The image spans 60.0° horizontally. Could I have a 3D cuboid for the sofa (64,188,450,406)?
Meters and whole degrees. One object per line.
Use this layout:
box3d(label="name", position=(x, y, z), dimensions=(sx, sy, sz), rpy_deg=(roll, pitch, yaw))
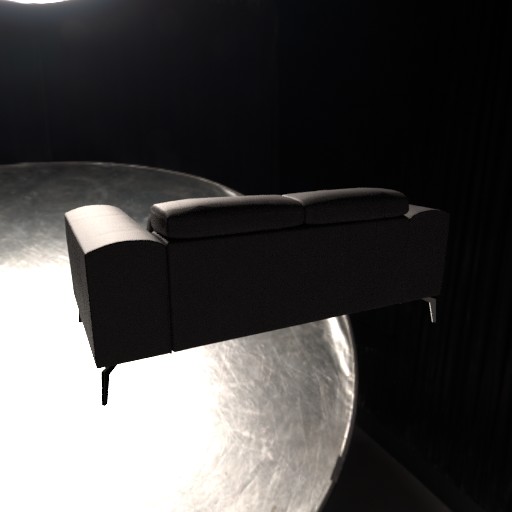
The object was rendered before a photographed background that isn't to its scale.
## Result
box3d(label="sofa", position=(0.000, 0.000, 2.470), dimensions=(1.895, 0.779, 1.003), rpy_deg=(-7, 17, -26))
